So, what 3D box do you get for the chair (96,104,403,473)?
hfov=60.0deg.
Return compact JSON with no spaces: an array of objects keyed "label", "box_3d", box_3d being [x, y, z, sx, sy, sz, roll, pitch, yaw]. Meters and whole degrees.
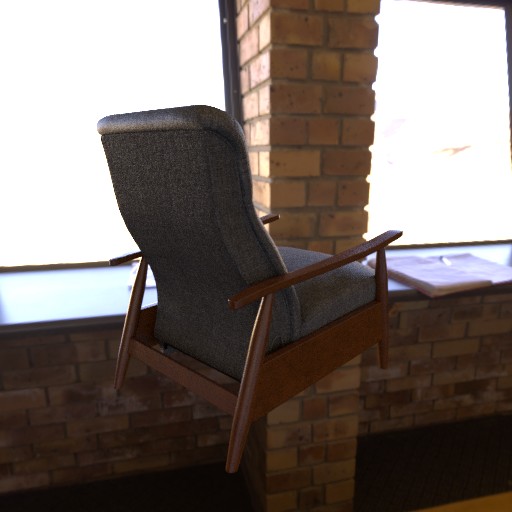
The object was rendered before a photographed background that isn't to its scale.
[{"label":"chair","box_3d":[0.000,0.000,1.806,0.762,1.082,1.030,13,18,43]}]
